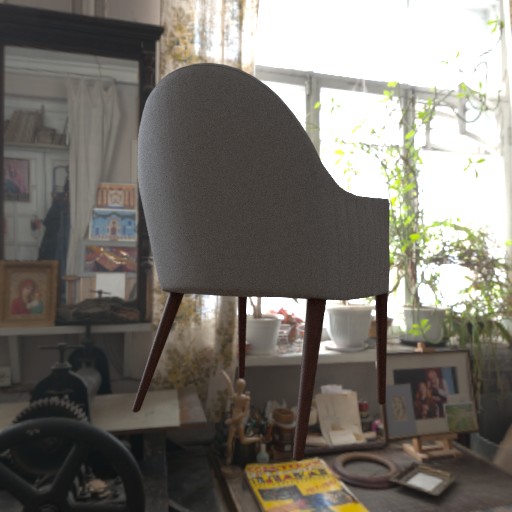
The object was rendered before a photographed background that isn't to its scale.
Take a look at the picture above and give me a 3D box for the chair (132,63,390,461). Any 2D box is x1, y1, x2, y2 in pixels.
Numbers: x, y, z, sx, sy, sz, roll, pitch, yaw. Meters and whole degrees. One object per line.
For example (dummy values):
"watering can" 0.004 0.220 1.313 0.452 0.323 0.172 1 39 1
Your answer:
"chair" 0.000 0.000 1.287 0.610 0.889 0.620 -1 -2 36
